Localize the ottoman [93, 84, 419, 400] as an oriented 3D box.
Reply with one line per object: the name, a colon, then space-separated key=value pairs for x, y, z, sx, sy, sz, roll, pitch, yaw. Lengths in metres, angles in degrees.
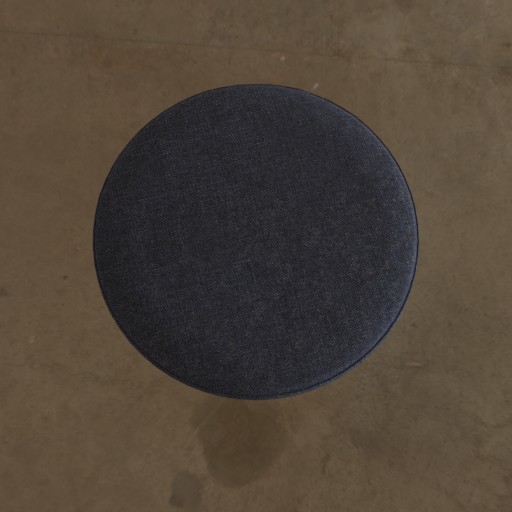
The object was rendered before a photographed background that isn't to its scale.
ottoman: x=0.000 y=0.000 z=0.879 sx=0.520 sy=0.430 sz=0.520 roll=0 pitch=77 yaw=0
